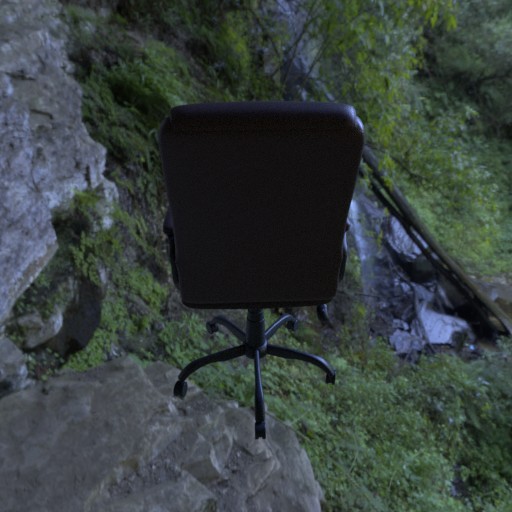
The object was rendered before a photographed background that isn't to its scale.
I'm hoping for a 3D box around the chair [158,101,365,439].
[{"bbox_3d":[0.000,0.000,1.477,0.615,1.072,0.655,-1,29,-3],"label":"chair"}]
